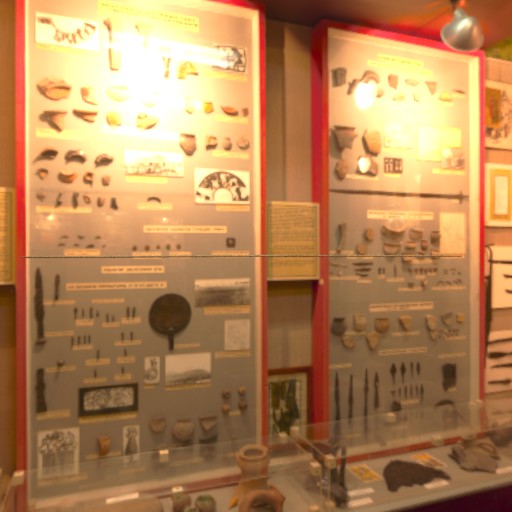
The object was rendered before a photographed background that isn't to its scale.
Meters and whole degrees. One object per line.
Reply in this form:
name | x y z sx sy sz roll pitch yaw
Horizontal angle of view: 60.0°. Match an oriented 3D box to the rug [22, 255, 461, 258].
rug | 0.000 0.000 2.570 2.335 0.013 0.697 0 0 -19
